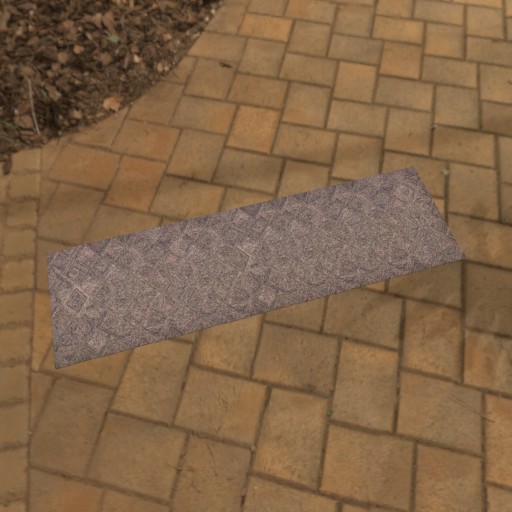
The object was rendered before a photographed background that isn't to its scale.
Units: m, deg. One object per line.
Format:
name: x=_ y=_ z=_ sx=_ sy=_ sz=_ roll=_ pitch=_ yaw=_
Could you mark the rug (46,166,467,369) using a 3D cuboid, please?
rug: x=0.000 y=0.000 z=2.523 sx=2.296 sy=0.011 sz=0.691 roll=-14 pitch=63 yaw=-7
